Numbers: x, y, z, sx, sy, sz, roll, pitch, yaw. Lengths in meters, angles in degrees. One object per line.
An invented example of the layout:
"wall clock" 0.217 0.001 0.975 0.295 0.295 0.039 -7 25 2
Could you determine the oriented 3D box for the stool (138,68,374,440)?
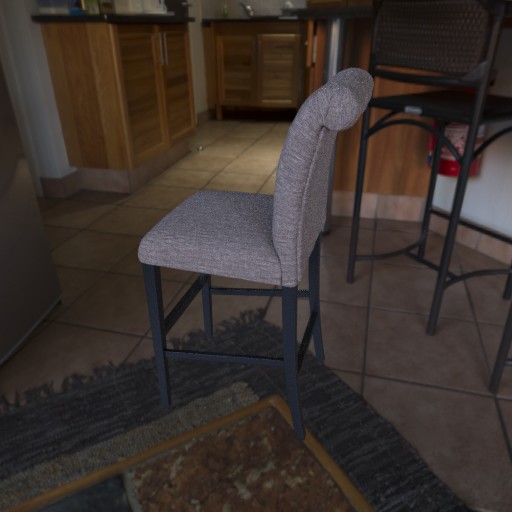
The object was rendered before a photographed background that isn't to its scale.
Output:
"stool" 0.000 0.000 1.464 0.613 1.131 0.452 8 30 15
